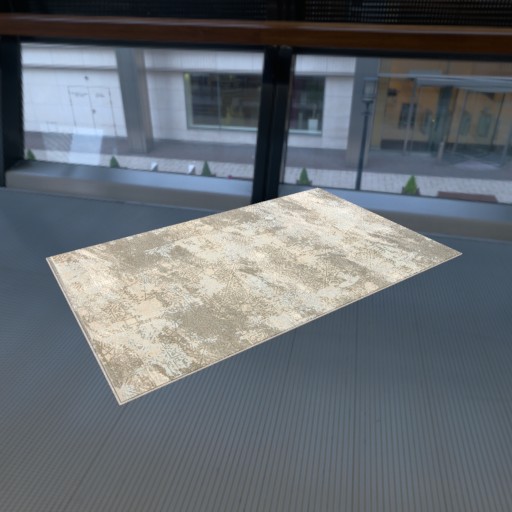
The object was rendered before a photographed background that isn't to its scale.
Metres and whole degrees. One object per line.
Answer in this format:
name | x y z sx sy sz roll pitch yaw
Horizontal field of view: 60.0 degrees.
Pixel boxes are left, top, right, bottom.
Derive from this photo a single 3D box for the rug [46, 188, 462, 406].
rug | 0.000 0.000 3.058 2.431 0.012 1.536 -18 34 -29
